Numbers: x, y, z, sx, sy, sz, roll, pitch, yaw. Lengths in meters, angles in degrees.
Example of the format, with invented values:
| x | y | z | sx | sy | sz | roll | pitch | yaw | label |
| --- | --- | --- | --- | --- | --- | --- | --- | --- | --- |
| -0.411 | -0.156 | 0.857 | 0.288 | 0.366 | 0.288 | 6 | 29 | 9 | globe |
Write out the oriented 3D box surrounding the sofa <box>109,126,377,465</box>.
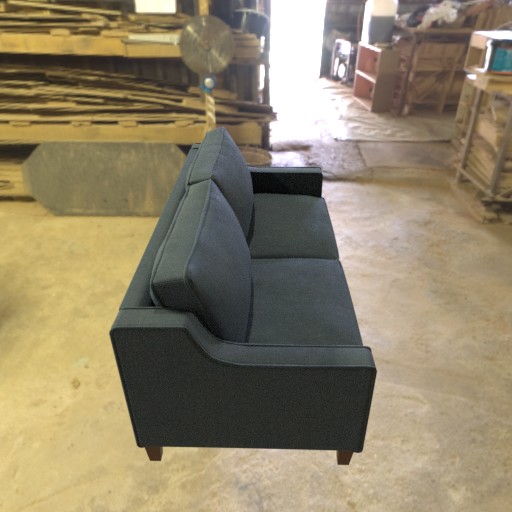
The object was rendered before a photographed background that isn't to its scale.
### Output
| x | y | z | sx | sy | sz | roll | pitch | yaw | label |
| --- | --- | --- | --- | --- | --- | --- | --- | --- | --- |
| 0.000 | 0.000 | 2.759 | 1.066 | 1.071 | 2.178 | 1 | 32 | 1 | sofa |
